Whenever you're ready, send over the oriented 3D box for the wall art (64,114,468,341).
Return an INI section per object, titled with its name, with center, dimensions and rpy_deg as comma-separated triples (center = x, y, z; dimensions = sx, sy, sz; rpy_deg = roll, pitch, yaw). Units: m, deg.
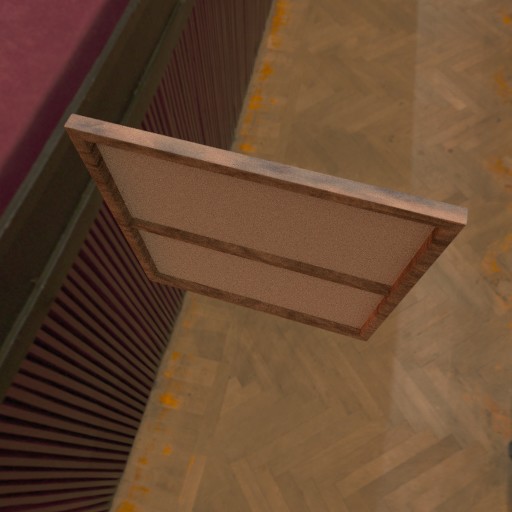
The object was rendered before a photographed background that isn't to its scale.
[wall art]
center = 0.000, 0.000, 1.130
dimensions = 0.747, 0.747, 0.035
rpy_deg = 15, 65, 7
